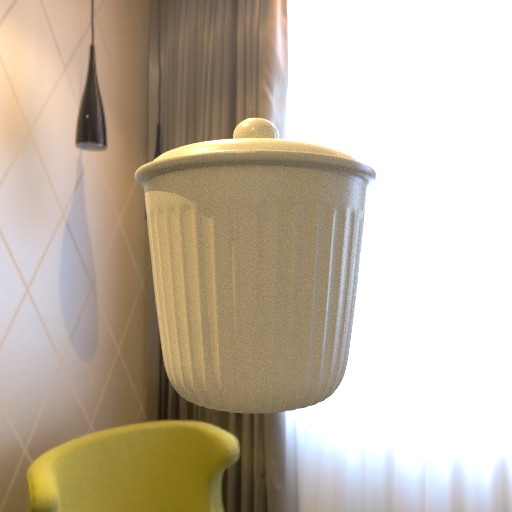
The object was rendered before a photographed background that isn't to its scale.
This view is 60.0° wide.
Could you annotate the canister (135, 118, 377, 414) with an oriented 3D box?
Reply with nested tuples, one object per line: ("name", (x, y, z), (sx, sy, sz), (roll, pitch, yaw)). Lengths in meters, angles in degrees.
("canister", (0.000, 0.000, 0.342), (0.181, 0.211, 0.181), (0, -1, 0))
